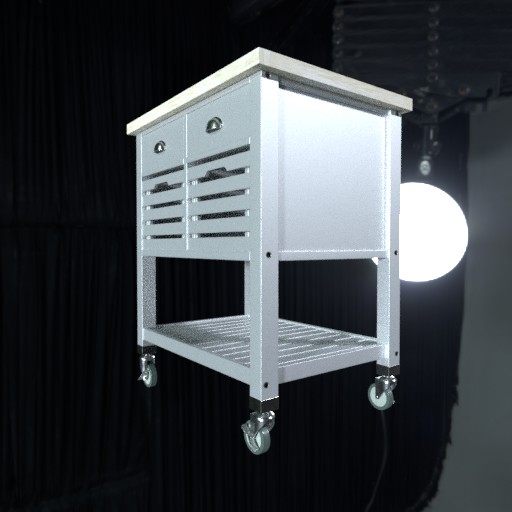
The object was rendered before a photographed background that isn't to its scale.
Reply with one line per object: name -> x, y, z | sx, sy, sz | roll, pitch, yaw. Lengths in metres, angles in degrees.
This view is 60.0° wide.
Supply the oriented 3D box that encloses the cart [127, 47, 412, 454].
cart -> 0.000, 0.000, 1.427 | 0.559, 0.914, 0.762 | -1, 2, -37
